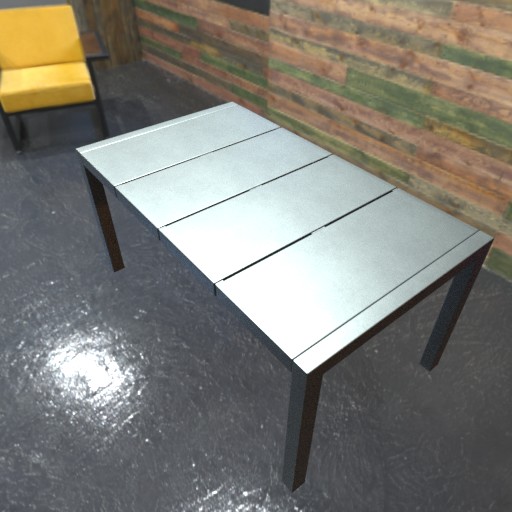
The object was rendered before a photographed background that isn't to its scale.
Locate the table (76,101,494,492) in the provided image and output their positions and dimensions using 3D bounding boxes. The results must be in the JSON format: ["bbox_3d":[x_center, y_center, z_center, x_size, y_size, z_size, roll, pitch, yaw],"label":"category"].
[{"bbox_3d":[0.000,0.000,1.264,0.559,0.460,0.965,-27,48,-28],"label":"table"}]
